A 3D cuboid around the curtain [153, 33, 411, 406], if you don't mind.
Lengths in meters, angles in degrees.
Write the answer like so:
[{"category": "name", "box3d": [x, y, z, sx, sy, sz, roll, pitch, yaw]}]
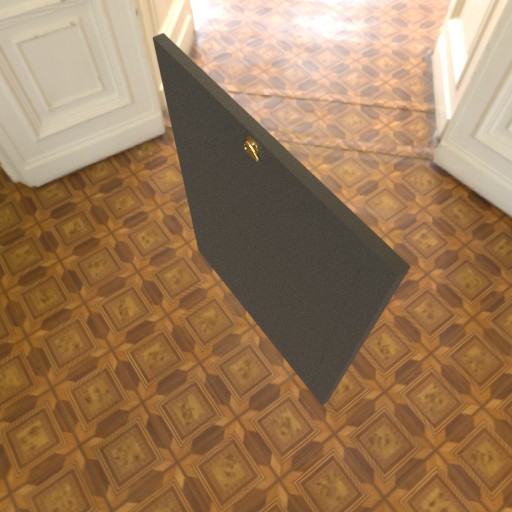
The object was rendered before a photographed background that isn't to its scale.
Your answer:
[{"category": "curtain", "box3d": [0.000, 0.000, 0.789, 0.027, 0.585, 0.483, -33, 65, -18]}]
